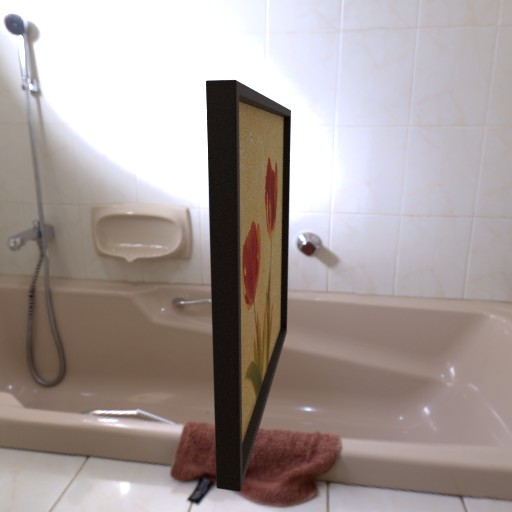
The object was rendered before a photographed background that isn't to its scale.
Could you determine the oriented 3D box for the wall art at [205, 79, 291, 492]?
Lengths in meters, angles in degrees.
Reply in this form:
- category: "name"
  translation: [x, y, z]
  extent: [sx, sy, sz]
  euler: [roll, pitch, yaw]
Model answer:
- category: "wall art"
  translation: [0.000, 0.000, 0.525]
  extent: [0.038, 0.349, 0.349]
  euler: [3, 15, 10]
